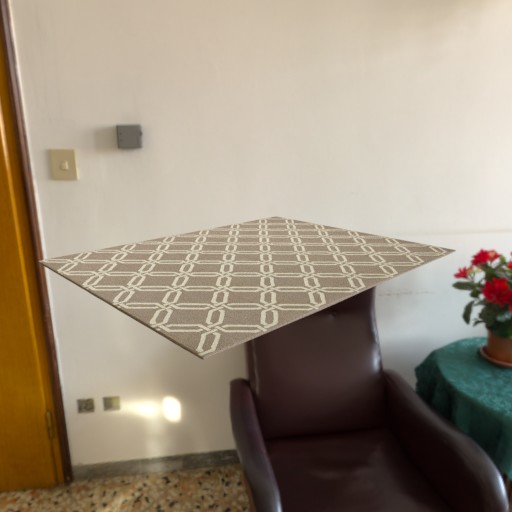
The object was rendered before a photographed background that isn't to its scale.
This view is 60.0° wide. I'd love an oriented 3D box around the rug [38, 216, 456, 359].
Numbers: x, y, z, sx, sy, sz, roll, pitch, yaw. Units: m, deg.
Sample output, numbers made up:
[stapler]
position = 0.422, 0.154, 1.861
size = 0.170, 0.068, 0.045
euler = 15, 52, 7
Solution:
[rug]
position = 0.000, 0.000, 3.894
size = 2.895, 0.018, 2.288
euler = -15, 21, -42
